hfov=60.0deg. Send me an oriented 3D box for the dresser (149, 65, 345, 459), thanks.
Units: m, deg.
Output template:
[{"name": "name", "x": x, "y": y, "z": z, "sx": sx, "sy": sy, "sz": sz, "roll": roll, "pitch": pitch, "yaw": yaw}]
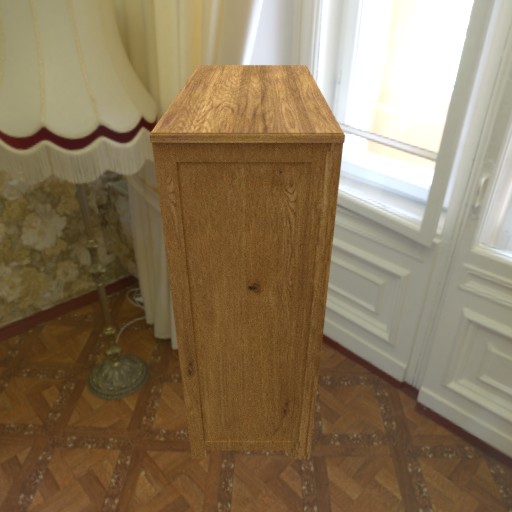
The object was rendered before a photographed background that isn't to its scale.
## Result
[{"name": "dresser", "x": 0.000, "y": 0.000, "z": 1.995, "sx": 0.558, "sy": 1.431, "sz": 1.081, "roll": 0, "pitch": 32, "yaw": 0}]
